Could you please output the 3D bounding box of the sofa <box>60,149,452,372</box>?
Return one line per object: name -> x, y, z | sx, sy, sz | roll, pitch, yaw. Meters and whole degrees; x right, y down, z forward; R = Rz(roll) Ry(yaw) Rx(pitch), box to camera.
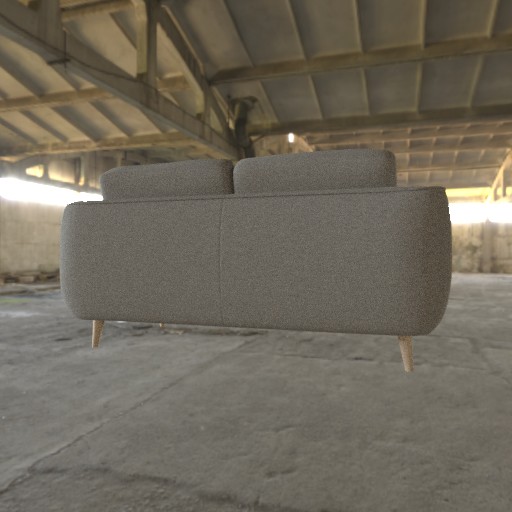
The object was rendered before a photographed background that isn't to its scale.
sofa -> 0.000, 0.000, 2.154 | 1.700, 0.850, 0.920 | 0, 0, 18
